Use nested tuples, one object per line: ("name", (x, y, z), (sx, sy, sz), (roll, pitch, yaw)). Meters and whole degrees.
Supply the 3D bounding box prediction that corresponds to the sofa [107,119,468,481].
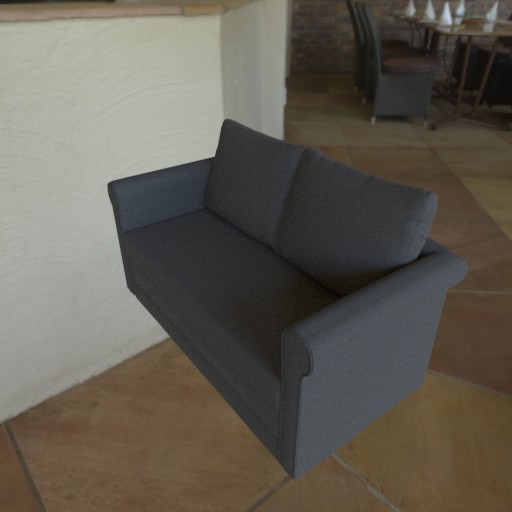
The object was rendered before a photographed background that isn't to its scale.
("sofa", (0.000, 0.000, 1.926), (0.741, 0.872, 1.460), (-21, 37, -31))
